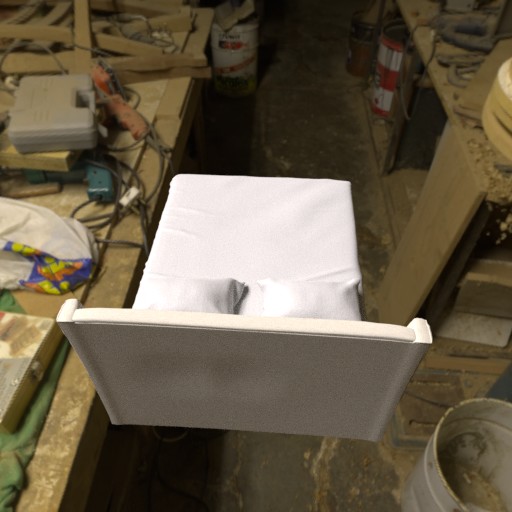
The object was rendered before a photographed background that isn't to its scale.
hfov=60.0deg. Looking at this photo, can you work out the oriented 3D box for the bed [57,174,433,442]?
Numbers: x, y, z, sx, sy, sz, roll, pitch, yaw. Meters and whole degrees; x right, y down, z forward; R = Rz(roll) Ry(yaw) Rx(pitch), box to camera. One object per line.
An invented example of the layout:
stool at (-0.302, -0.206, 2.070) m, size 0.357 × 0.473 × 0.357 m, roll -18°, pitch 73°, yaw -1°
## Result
bed at (0.000, 0.000, 3.445) m, size 1.925 × 1.332 × 2.276 m, roll 3°, pitch 47°, yaw 3°
